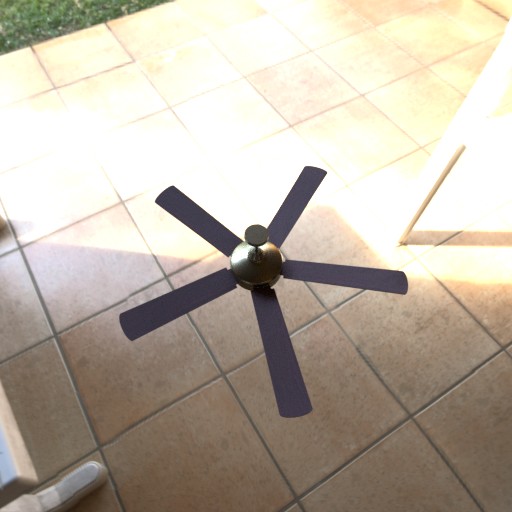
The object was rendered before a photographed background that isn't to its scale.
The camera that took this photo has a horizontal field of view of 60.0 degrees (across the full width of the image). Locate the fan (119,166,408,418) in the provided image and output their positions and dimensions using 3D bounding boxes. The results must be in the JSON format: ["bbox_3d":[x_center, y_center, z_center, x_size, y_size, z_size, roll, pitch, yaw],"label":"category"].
[{"bbox_3d":[0.000,0.000,2.028,1.321,0.356,1.321,-34,64,-19],"label":"fan"}]
